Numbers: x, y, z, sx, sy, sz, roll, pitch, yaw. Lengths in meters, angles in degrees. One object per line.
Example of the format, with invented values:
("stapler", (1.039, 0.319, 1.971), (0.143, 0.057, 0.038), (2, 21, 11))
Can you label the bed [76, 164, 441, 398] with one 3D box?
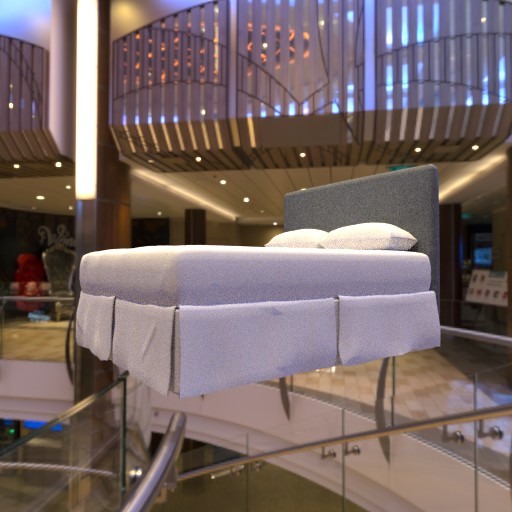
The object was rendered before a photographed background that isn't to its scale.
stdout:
("bed", (0.000, 0.000, 3.196), (2.142, 1.330, 1.723), (1, -1, -36))
